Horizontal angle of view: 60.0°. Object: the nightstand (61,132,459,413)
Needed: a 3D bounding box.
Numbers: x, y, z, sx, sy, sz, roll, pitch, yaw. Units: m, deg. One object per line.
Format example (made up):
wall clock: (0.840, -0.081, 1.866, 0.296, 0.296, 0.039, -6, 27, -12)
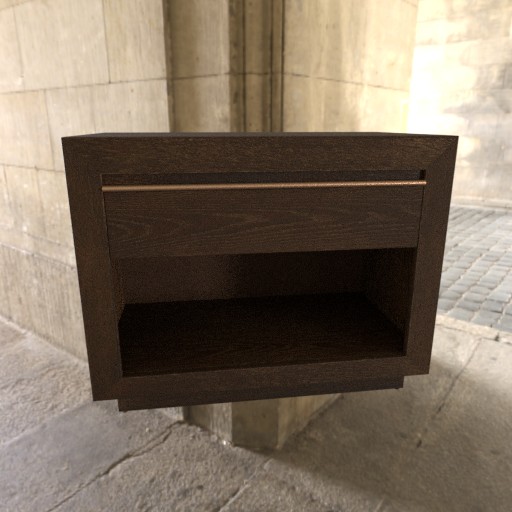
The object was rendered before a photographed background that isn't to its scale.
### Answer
nightstand: (0.000, 0.000, 1.150, 0.775, 0.612, 0.457, -2, 17, -8)
